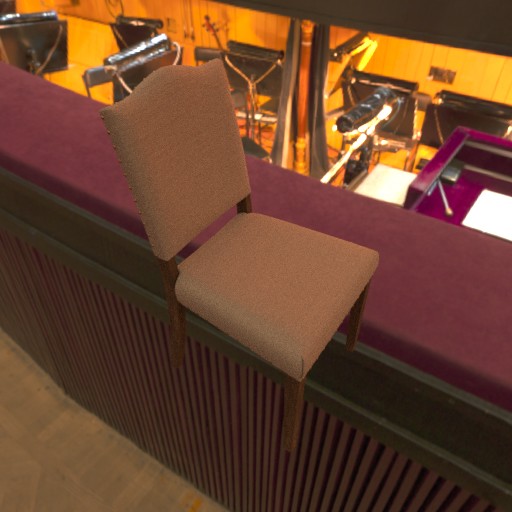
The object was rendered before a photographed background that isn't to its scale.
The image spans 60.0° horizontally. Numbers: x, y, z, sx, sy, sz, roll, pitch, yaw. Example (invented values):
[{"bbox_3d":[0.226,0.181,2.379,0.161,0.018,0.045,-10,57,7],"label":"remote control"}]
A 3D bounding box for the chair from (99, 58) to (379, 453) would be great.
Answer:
[{"bbox_3d":[0.000,0.000,1.355,0.620,1.020,0.508,24,46,25],"label":"chair"}]
